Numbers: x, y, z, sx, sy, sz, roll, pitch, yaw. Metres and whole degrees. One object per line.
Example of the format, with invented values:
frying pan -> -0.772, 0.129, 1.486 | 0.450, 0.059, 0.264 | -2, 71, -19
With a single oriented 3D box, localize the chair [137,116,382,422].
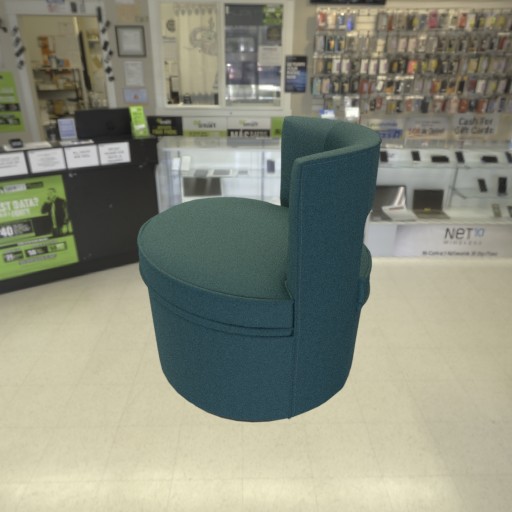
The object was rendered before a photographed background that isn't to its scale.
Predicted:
chair -> 0.000, 0.000, 1.288 | 0.660, 0.711, 0.684 | 1, 25, 1
